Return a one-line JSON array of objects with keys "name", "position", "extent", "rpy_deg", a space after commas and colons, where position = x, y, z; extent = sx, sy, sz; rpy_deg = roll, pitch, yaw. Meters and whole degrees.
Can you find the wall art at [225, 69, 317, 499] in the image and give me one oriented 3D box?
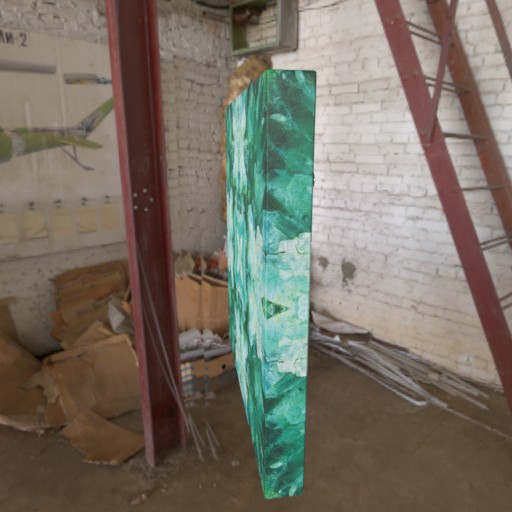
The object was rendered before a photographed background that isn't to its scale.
[{"name": "wall art", "position": [0.000, 0.000, 0.458], "extent": [0.033, 0.313, 0.313], "rpy_deg": [-2, 14, -8]}]
